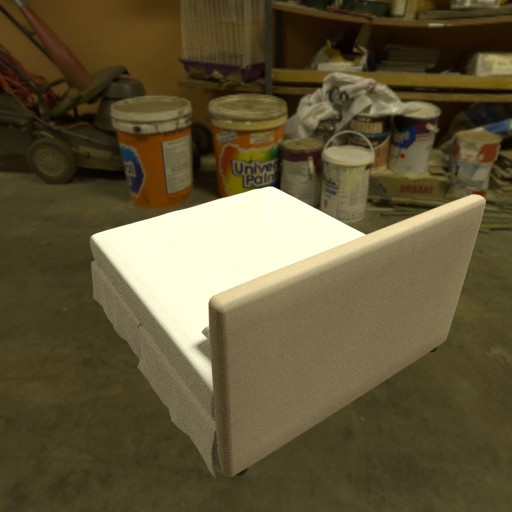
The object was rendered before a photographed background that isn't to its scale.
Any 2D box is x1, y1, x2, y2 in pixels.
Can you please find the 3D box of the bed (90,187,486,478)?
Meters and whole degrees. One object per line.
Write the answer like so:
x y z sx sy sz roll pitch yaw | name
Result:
0.000 0.000 3.490 2.119 1.317 2.319 -20 36 -29 | bed
